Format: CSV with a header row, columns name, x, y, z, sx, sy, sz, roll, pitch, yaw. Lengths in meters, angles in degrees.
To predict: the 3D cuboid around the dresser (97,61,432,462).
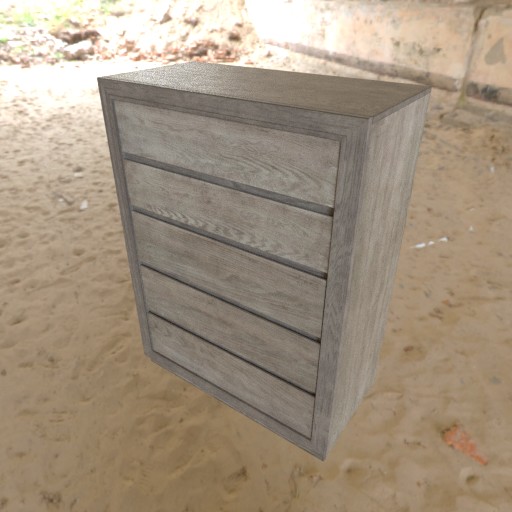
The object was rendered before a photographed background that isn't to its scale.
name,x,y,z,sx,sy,sz,roll,pitch,yaw
dresser,0.000,0.000,1.745,0.967,1.295,0.483,20,36,29
